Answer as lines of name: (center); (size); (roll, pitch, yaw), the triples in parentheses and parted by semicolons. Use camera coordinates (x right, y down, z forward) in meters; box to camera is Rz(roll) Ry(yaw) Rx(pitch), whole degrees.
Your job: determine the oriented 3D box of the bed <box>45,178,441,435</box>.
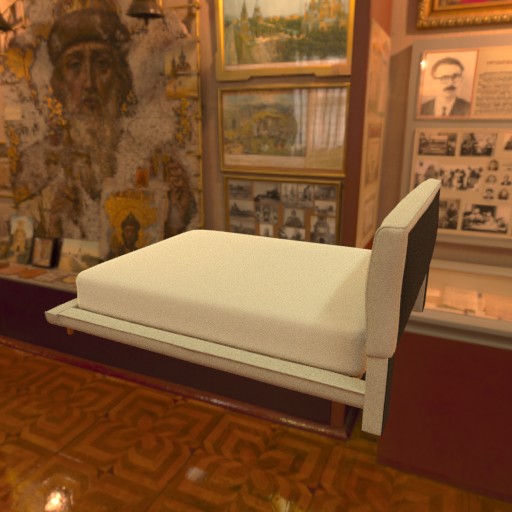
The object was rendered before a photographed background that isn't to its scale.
bed: (0.000, 0.000, 3.265); (2.368, 1.067, 1.840); (8, 19, 25)
